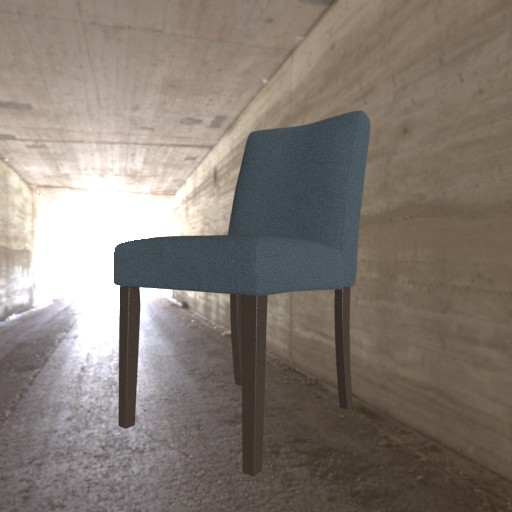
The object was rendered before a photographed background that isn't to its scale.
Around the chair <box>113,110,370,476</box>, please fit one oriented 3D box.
[{"bbox_3d":[0.000,0.000,1.254,0.487,0.882,0.629,0,0,36],"label":"chair"}]
